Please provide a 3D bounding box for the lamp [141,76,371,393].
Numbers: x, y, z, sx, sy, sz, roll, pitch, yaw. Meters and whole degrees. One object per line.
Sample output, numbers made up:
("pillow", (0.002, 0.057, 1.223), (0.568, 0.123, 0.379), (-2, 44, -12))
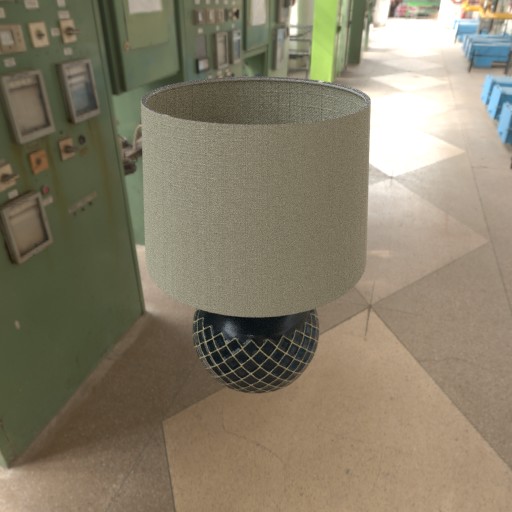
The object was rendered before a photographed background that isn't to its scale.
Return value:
("lamp", (0.000, 0.000, 0.778), (0.376, 0.540, 0.376), (0, 31, 0))
